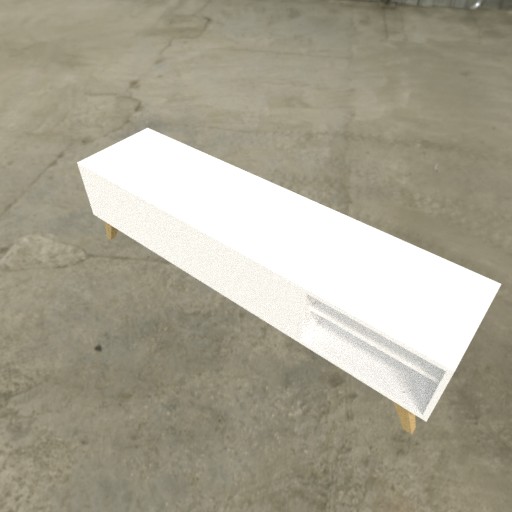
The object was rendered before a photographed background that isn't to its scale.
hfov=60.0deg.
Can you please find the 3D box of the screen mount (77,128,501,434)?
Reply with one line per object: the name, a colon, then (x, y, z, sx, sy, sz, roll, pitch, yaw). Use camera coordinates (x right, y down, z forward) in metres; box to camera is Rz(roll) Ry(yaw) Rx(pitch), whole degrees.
screen mount: (0.000, 0.000, 1.793, 1.644, 0.432, 0.399, 29, 50, 27)
